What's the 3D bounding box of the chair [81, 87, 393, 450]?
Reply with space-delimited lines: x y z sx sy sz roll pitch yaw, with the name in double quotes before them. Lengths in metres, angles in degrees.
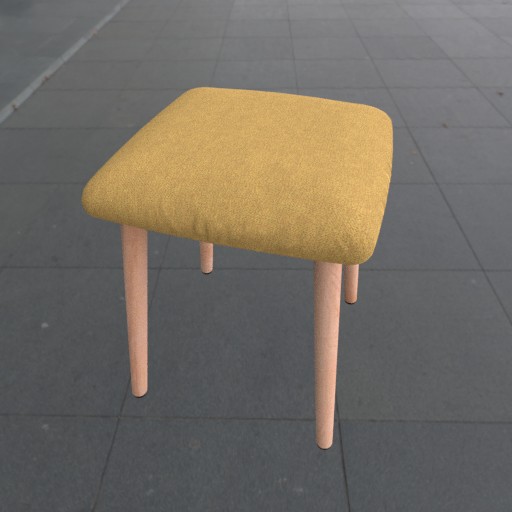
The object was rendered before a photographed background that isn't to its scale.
"chair" 0.000 0.000 0.703 0.350 0.440 0.350 11 42 12
